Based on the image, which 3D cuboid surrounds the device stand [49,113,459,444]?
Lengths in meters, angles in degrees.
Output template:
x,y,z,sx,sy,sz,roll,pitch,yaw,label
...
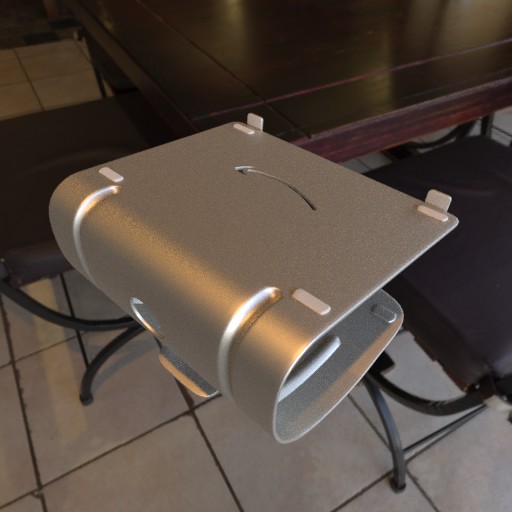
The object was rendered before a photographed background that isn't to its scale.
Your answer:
x,y,z,sx,sy,sz,roll,pitch,yaw,label
0.000,0.000,0.397,0.256,0.155,0.236,32,53,28,device stand
